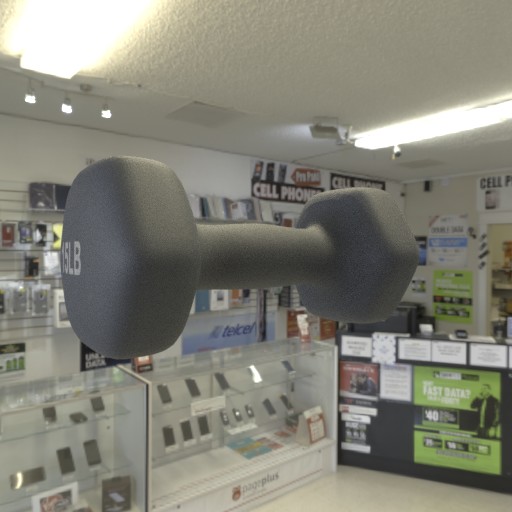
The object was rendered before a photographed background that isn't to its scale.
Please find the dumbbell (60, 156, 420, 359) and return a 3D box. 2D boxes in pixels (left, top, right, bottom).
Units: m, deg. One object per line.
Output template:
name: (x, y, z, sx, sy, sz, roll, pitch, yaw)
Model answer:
dumbbell: (0.000, 0.000, 0.301, 0.240, 0.105, 0.116, 0, 1, -36)
